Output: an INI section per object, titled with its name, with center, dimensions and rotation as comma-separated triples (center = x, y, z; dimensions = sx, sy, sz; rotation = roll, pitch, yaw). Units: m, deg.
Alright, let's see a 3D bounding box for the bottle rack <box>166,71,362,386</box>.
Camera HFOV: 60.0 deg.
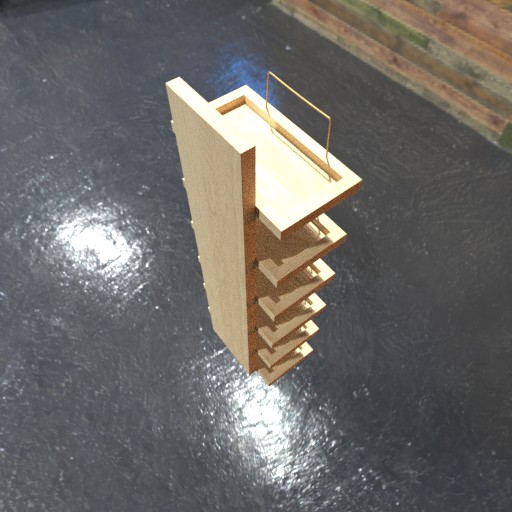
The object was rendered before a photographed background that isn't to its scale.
[bottle rack]
center = 0.000, 0.000, 1.082
dimensions = 0.206, 0.943, 0.330
rotation = -33, 63, -20
